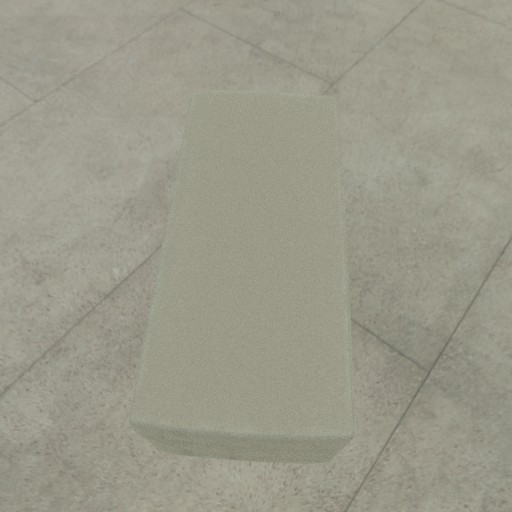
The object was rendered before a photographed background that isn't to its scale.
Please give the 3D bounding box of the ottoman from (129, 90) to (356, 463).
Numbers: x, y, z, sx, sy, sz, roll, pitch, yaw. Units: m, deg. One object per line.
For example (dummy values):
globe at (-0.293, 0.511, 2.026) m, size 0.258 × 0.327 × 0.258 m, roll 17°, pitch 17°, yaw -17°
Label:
ottoman at (0.000, 0.000, 1.697) m, size 0.665 × 0.457 × 1.388 m, roll 3°, pitch 59°, yaw 2°
